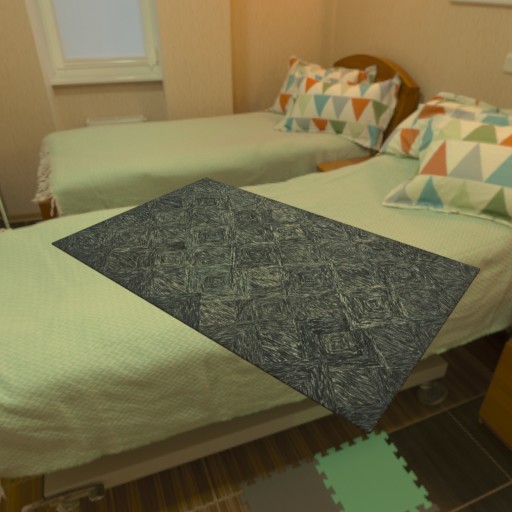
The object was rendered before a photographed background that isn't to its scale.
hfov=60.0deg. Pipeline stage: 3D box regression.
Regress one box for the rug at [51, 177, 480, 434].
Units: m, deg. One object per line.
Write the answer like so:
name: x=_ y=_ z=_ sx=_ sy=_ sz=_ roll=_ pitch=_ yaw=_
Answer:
rug: x=0.000 y=0.000 z=2.835 sx=2.330 sy=0.017 sz=1.478 roll=23 pitch=39 yaw=32
